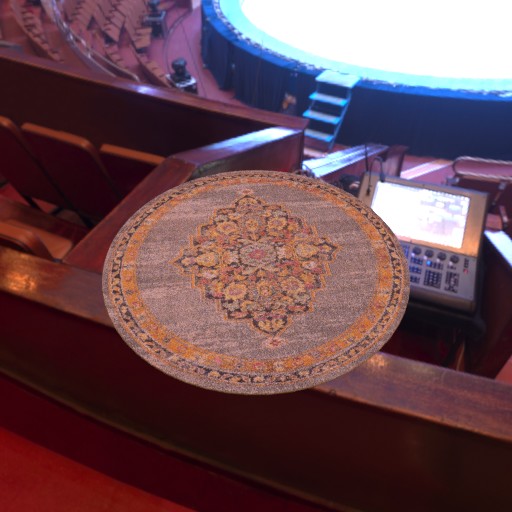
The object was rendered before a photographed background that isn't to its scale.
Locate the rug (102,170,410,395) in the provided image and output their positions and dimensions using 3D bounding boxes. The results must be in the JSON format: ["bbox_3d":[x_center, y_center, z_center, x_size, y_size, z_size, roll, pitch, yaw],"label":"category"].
[{"bbox_3d":[0.000,0.000,3.526,2.382,0.014,2.382,0,45,0],"label":"rug"}]
